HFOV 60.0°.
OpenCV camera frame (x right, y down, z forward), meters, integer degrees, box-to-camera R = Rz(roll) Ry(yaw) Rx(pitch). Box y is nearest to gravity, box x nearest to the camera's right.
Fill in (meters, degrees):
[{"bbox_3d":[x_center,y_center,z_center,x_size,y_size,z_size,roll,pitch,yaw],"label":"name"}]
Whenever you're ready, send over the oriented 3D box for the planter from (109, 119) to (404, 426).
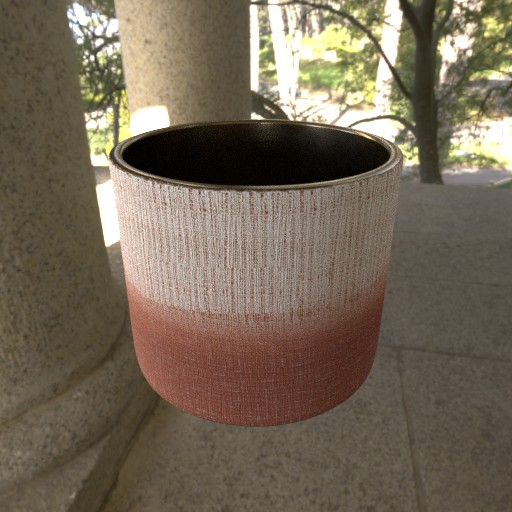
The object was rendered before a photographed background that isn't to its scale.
[{"bbox_3d":[0.000,0.000,0.439,0.254,0.221,0.254,0,27,0],"label":"planter"}]
